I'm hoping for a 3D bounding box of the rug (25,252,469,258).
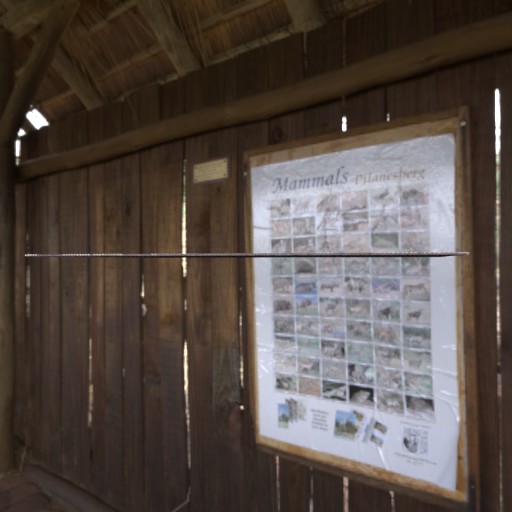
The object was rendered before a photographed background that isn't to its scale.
[{"bbox_3d":[0.000,0.000,3.007,2.435,0.011,1.517,0,-1,18],"label":"rug"}]
